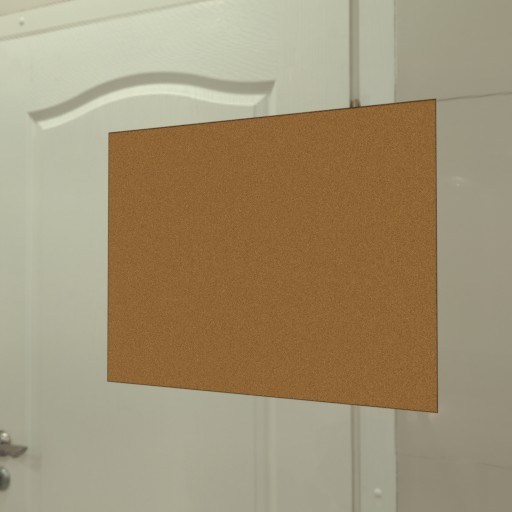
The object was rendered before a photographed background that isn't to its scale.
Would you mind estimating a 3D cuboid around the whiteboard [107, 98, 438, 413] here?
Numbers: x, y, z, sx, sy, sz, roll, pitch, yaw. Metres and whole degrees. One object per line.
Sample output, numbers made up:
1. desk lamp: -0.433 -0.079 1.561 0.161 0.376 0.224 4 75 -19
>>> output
1. whiteboard: 0.000 0.000 0.743 0.561 0.457 0.029 0 -1 18
